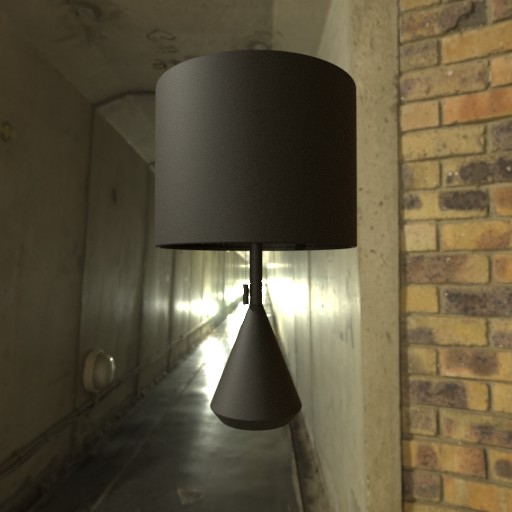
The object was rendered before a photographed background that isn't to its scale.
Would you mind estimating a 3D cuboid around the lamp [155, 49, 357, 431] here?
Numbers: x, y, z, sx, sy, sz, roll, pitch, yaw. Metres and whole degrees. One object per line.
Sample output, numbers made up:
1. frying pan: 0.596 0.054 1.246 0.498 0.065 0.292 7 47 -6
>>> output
1. lamp: 0.000 0.000 0.806 0.359 0.584 0.359 1 -1 -37
